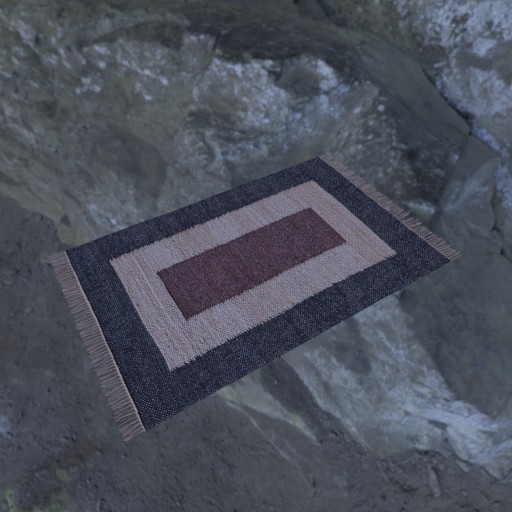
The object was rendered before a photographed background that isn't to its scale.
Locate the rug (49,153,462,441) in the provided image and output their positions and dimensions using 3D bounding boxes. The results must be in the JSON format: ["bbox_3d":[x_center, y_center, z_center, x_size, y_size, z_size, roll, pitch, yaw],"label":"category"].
[{"bbox_3d":[0.000,0.000,2.511,2.021,0.027,1.224,-24,51,-21],"label":"rug"}]
